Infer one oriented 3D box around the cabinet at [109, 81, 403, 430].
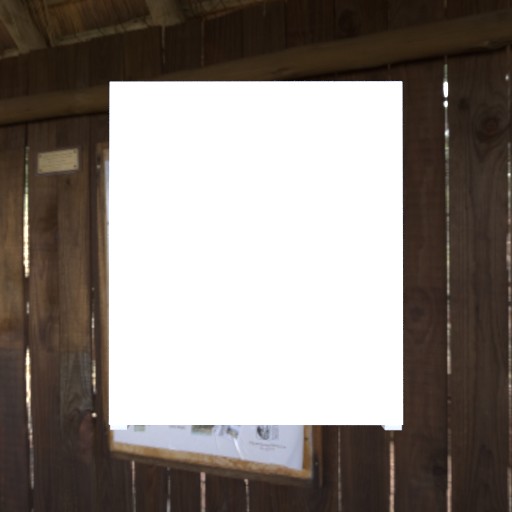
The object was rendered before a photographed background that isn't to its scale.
[{"bbox_3d":[0.000,0.000,1.713,1.000,1.190,0.400,0,0,0],"label":"cabinet"}]
